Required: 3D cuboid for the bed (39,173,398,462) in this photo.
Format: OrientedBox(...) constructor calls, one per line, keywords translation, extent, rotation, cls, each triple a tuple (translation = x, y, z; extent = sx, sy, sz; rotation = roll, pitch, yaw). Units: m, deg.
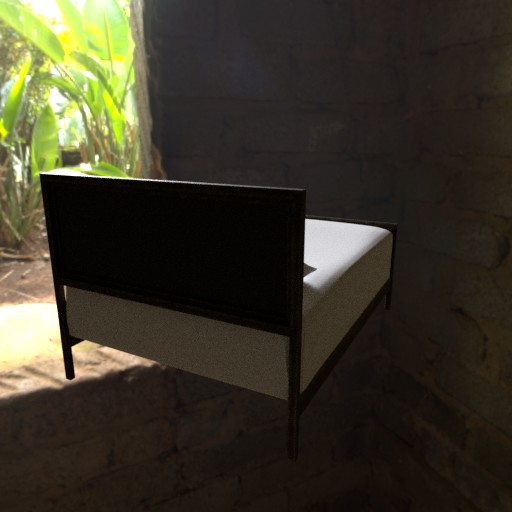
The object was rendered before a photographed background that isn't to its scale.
OrientedBox(translation=(0.000, 0.000, 3.272), extent=(1.607, 1.313, 2.221), rotation=(8, 18, 27), cls="bed")
